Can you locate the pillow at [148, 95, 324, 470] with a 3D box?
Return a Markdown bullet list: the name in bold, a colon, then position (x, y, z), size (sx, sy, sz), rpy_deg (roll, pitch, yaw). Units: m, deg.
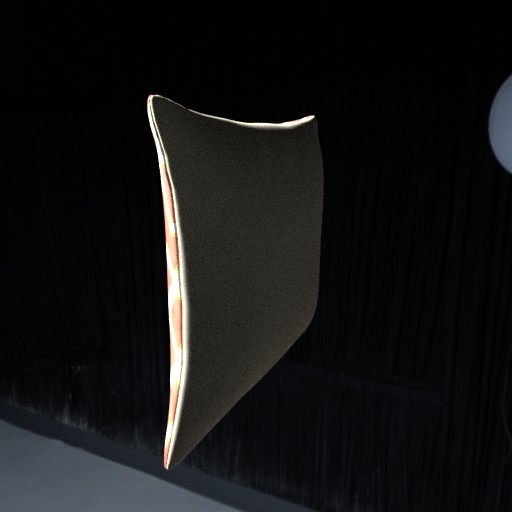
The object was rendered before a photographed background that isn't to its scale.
- **pillow**: position (0.000, 0.000, 0.803), size (0.166, 0.508, 0.552), rpy_deg (7, 17, 26)
